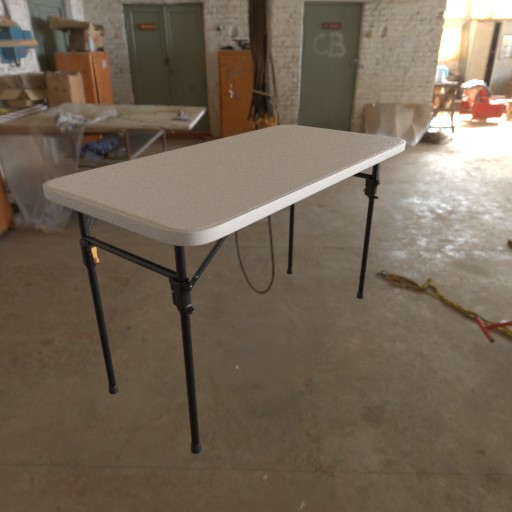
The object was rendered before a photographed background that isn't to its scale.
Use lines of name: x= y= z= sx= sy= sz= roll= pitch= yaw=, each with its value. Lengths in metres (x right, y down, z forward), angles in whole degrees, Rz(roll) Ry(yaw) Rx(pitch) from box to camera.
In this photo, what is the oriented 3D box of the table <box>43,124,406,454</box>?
table: x=0.000 y=0.000 z=1.630 sx=0.610 sy=0.729 sz=1.219 roll=19 pitch=32 yaw=33
